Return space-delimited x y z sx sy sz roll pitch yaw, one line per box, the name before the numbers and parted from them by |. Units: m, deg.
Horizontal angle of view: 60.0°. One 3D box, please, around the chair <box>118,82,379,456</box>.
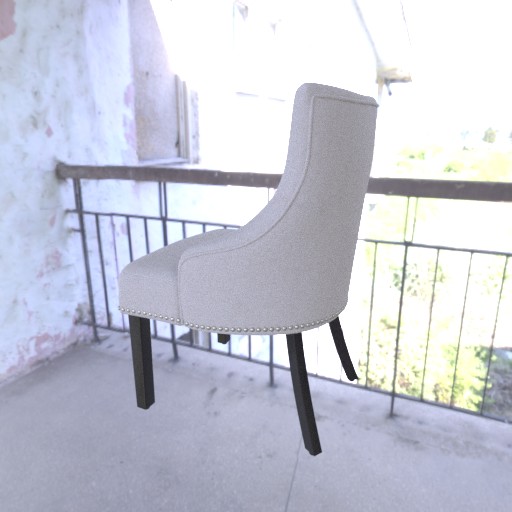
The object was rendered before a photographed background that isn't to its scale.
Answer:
chair | 0.000 0.000 1.317 0.629 0.909 0.566 8 18 25
